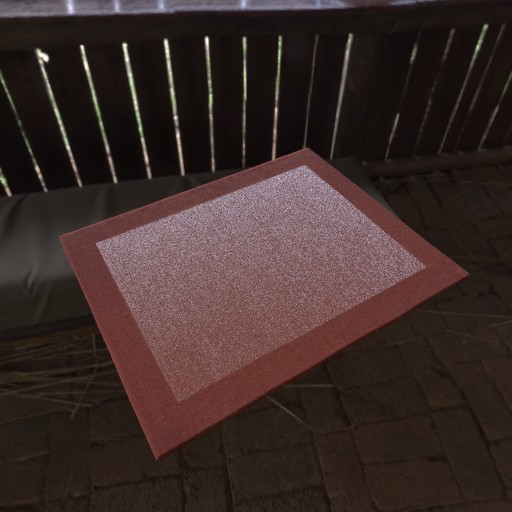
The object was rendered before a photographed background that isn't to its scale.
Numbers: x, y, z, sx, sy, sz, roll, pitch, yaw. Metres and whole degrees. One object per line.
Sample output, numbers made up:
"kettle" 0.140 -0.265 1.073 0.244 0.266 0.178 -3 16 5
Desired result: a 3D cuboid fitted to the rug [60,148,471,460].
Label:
"rug" 0.000 0.000 4.073 2.976 0.018 2.430 -24 51 -21
